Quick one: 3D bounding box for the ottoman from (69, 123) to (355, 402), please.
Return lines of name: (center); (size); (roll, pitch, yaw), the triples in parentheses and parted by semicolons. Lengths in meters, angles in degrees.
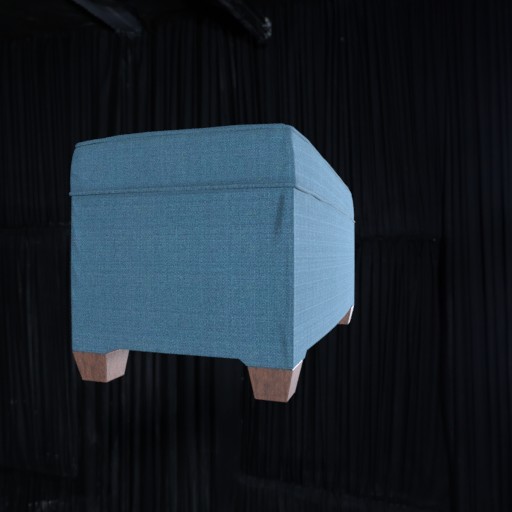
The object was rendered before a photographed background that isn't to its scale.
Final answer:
ottoman: (0.000, 0.000, 1.210); (0.474, 0.474, 0.943); (0, 0, 18)
